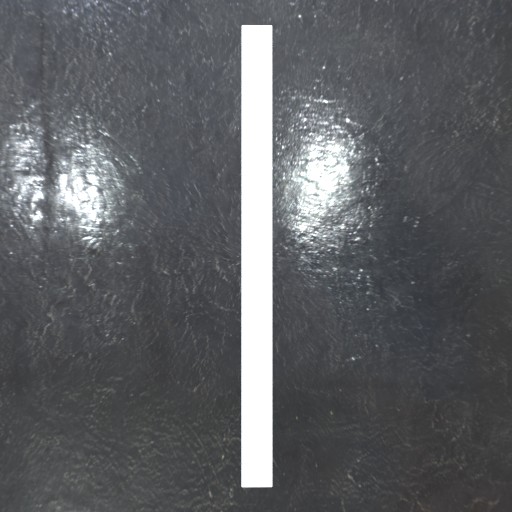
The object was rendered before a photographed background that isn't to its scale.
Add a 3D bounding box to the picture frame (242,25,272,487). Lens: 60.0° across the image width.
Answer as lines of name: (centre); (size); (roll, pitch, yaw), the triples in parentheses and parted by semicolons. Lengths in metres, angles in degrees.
picture frame: (0.000, 0.000, 0.853); (0.050, 0.250, 0.759); (0, 90, -1)
